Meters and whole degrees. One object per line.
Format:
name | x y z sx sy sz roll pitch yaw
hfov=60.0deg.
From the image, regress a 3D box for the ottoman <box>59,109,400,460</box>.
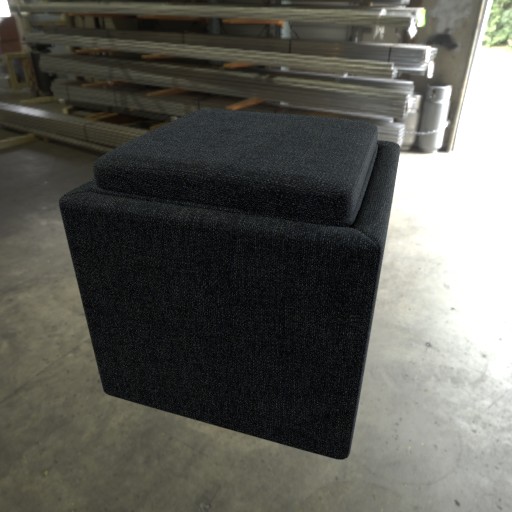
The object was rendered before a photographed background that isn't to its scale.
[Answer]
ottoman | 0.000 0.000 0.824 0.450 0.460 0.450 9 31 16
